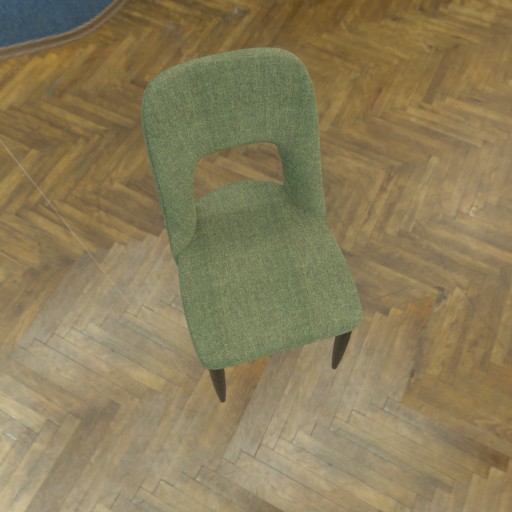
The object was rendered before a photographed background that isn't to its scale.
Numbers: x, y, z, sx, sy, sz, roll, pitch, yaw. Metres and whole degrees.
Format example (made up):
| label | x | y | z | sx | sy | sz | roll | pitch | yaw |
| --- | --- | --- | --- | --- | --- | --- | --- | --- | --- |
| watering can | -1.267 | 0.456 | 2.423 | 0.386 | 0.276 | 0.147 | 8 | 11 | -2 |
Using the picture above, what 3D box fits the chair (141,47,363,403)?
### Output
| label | x | y | z | sx | sy | sz | roll | pitch | yaw |
| --- | --- | --- | --- | --- | --- | --- | --- | --- | --- |
| chair | 0.000 | 0.000 | 1.284 | 0.470 | 0.931 | 0.612 | -15 | 66 | -7 |
